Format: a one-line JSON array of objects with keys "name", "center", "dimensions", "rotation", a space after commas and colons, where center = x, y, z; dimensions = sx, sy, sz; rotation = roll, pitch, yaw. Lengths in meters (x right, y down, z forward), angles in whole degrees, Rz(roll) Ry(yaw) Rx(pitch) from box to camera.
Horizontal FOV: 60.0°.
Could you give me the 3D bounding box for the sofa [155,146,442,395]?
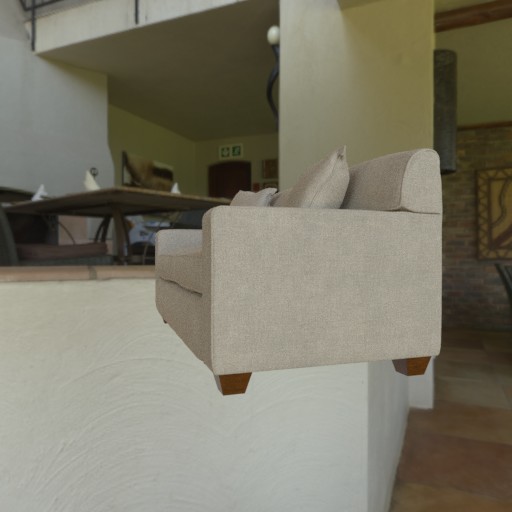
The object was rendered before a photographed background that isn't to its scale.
[{"name": "sofa", "center": [0.000, 0.000, 2.488], "dimensions": [0.998, 0.958, 1.846], "rotation": [0, 0, -19]}]
